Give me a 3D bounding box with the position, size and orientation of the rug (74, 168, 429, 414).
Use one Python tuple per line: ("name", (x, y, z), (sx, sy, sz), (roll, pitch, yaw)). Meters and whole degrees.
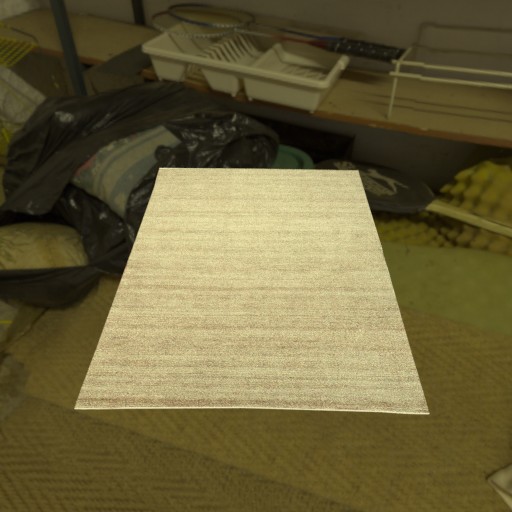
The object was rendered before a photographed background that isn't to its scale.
("rug", (0.000, 0.000, 4.213), (2.434, 0.045, 3.202), (1, 42, 1))
